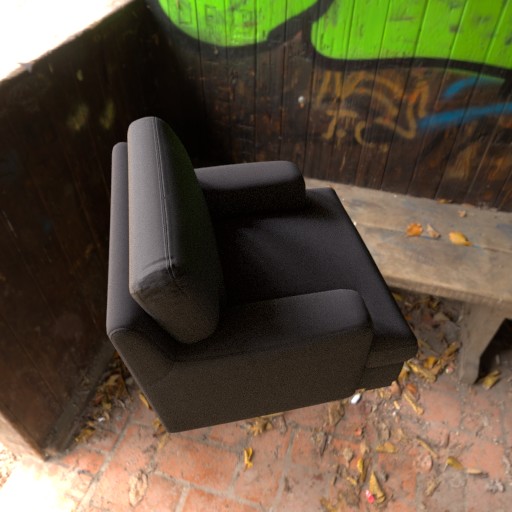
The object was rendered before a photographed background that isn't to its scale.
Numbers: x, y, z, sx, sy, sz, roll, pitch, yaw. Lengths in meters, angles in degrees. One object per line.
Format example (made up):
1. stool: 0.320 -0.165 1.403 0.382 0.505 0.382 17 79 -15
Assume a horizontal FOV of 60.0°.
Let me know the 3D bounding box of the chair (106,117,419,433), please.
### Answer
1. chair: 0.000 0.000 1.991 1.143 0.940 1.168 -8 46 -8
